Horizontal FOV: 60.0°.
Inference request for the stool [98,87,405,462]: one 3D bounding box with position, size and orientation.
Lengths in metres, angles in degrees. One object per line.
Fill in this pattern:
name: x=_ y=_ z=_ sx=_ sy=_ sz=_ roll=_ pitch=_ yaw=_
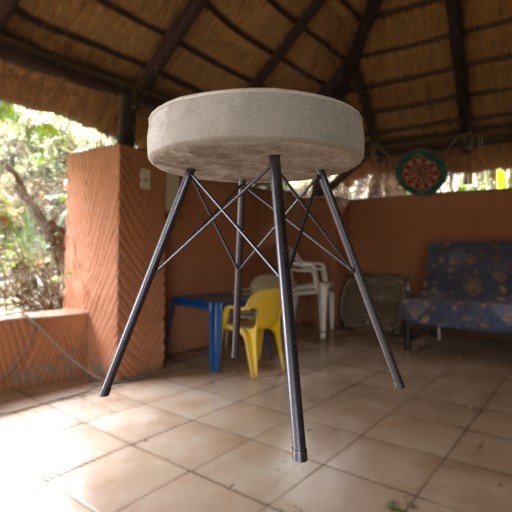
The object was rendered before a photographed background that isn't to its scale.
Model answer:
stool: x=0.000 y=0.000 z=0.874 sx=0.457 sy=0.538 sz=0.423 roll=0 pitch=1 yaw=37
